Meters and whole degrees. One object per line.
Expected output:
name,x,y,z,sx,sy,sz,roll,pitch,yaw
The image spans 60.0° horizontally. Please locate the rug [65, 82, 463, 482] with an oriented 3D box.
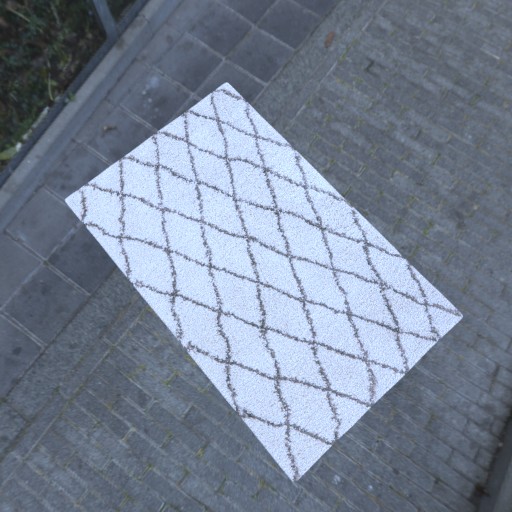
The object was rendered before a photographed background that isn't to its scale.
rug,0.000,0.000,3.055,1.524,0.030,2.438,-40,77,-11
